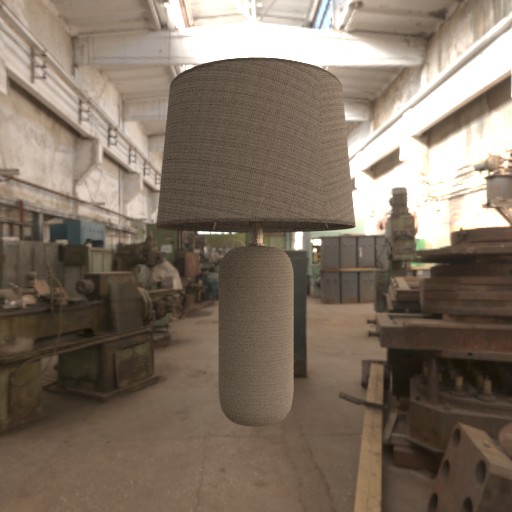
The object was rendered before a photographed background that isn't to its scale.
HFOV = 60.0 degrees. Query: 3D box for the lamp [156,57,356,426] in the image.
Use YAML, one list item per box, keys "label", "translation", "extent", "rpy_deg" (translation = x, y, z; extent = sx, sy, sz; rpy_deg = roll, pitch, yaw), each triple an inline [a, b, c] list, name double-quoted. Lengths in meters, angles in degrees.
- label: "lamp"
  translation: [0.000, 0.000, 0.836]
  extent: [0.367, 0.609, 0.367]
  rpy_deg: [0, 0, 0]
